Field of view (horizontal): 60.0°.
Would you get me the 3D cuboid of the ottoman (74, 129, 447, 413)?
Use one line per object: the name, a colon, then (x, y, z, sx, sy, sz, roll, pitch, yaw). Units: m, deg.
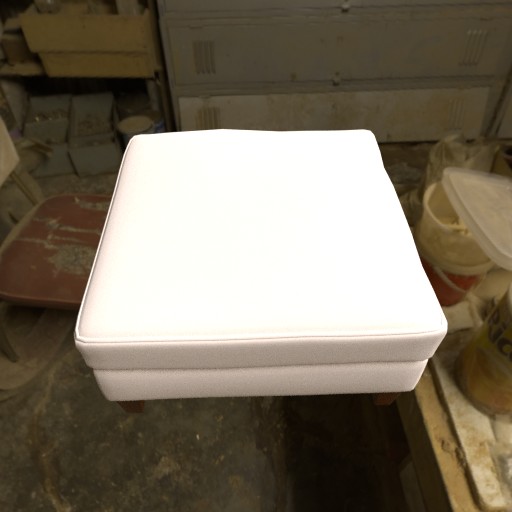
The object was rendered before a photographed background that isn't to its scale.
ottoman: (0.000, 0.000, 1.370, 0.838, 0.479, 0.838, -1, 47, -1)
